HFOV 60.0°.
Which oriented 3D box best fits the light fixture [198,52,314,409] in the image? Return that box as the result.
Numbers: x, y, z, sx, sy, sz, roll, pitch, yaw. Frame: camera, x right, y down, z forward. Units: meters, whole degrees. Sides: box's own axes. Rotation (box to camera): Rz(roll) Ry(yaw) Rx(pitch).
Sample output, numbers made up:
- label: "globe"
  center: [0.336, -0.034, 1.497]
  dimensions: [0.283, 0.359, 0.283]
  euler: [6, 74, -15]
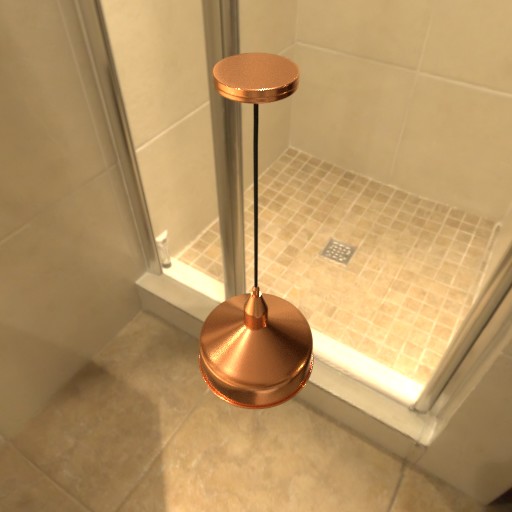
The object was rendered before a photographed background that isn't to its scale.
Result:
- label: "light fixture"
  center: [0.000, 0.000, 0.894]
  dimensions: [0.301, 0.754, 0.301]
  euler: [-3, 46, -3]
